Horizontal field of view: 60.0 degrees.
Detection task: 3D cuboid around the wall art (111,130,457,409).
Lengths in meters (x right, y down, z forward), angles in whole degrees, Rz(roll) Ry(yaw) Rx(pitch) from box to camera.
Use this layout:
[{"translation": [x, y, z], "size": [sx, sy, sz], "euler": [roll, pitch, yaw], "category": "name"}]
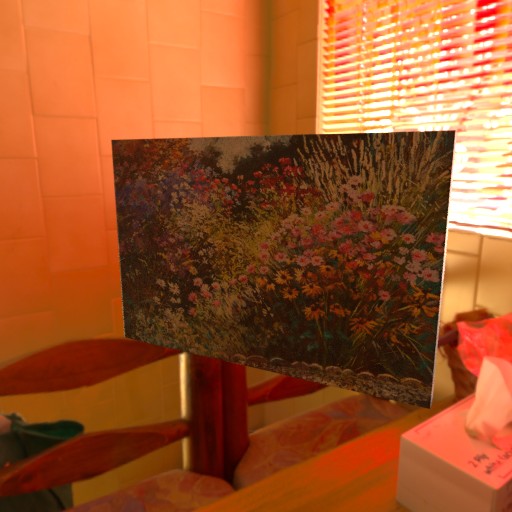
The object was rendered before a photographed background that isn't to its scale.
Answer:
[{"translation": [0.000, 0.000, 0.779], "size": [0.610, 0.406, 0.037], "euler": [6, 14, 26], "category": "wall art"}]
